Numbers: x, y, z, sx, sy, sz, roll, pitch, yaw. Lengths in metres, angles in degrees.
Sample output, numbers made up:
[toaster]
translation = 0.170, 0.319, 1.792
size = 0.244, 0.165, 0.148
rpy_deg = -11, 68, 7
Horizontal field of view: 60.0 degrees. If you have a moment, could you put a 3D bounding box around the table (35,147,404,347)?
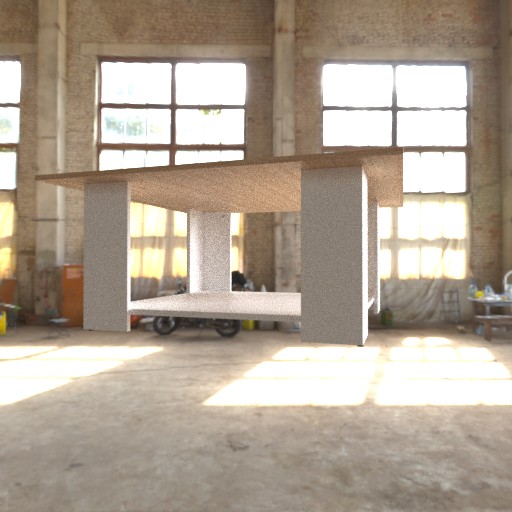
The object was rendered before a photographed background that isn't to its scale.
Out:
[table]
translation = 0.000, 0.000, 1.059
size = 0.670, 0.305, 0.670
rpy_deg = 0, -1, 18
